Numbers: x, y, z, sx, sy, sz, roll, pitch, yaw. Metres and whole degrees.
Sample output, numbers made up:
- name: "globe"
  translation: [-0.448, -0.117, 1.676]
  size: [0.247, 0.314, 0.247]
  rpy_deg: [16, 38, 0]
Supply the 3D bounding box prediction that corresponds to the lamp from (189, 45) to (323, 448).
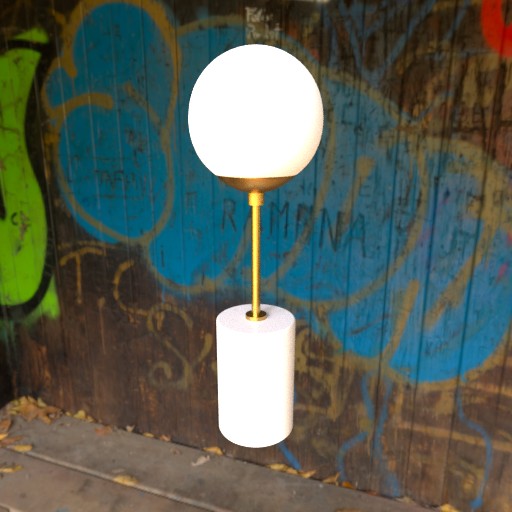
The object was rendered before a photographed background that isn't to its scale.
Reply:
- name: "lamp"
  translation: [0.000, 0.000, 0.552]
  size: [0.153, 0.480, 0.153]
  rpy_deg: [0, 15, 0]
